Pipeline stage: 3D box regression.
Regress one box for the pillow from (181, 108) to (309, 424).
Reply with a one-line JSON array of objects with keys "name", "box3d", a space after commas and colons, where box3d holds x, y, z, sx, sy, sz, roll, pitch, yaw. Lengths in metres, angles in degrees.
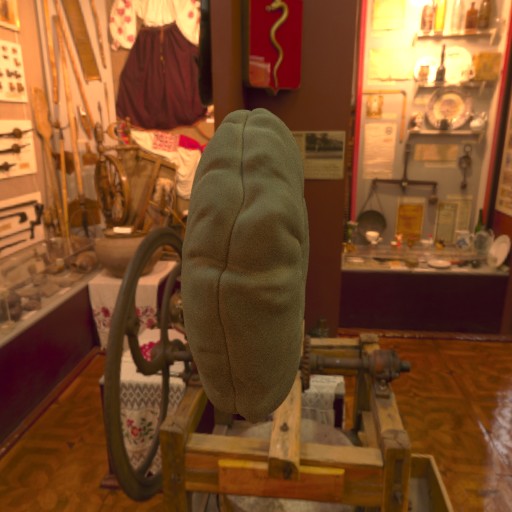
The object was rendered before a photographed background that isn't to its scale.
[{"name": "pillow", "box3d": [0.000, 0.000, 0.644, 0.148, 0.407, 0.428, 2, 16, 8]}]
